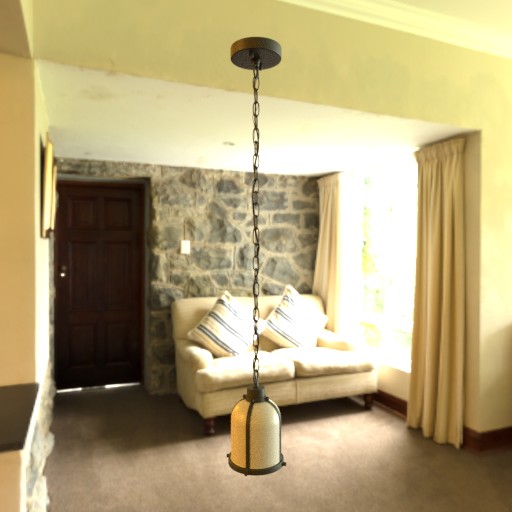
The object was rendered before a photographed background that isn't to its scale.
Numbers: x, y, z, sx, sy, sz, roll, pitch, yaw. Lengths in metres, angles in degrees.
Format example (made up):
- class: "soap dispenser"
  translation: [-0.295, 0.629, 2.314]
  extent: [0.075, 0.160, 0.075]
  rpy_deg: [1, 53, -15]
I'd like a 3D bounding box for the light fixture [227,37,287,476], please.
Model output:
- class: "light fixture"
  translation: [0.000, 0.000, 1.268]
  extent: [0.178, 1.181, 0.178]
  rpy_deg: [0, 0, 18]
